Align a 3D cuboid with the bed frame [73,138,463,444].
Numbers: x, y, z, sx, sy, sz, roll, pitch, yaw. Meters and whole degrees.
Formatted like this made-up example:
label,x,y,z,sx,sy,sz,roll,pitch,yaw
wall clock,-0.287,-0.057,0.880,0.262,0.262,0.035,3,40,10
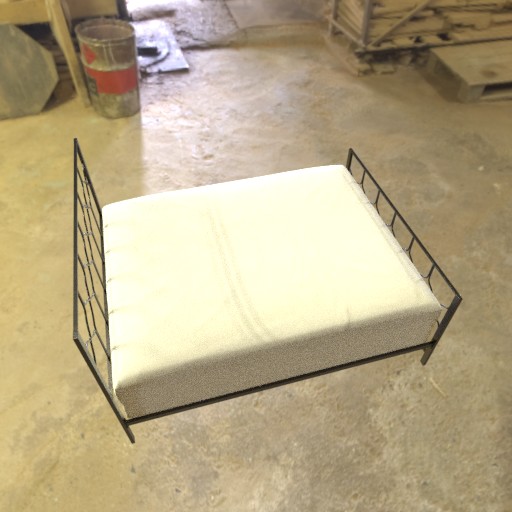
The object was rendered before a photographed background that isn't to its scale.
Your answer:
label,x,y,z,sx,sy,sz,roll,pitch,yaw
bed frame,0.000,0.000,3.045,2.063,1.222,1.597,-11,48,-10
